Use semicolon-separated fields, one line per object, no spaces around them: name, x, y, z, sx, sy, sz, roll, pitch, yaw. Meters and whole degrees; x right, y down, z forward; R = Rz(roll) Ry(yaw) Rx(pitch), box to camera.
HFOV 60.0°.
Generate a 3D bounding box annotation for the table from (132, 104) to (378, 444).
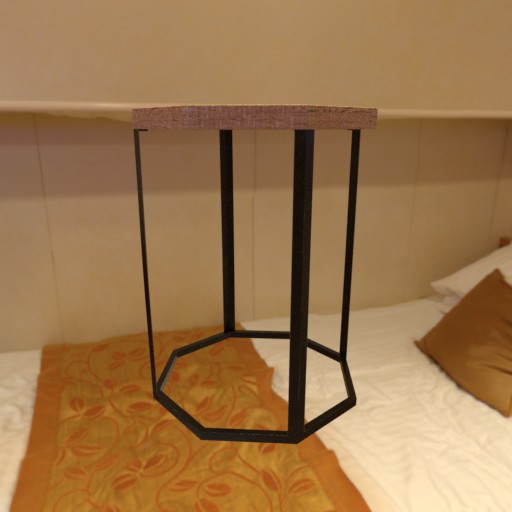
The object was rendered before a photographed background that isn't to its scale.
table;0.000;0.000;0.883;0.437;0.553;0.437;8;18;25
